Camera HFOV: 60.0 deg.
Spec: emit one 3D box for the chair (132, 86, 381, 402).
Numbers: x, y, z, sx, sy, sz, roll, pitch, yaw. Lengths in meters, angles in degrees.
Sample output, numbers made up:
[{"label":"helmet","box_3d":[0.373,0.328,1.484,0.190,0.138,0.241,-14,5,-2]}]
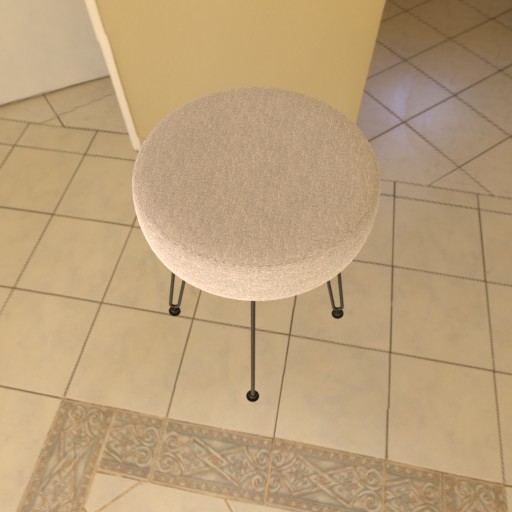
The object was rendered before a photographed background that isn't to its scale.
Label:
[{"label":"chair","box_3d":[0.000,0.000,0.703,0.350,0.440,0.350,1,58,0]}]
